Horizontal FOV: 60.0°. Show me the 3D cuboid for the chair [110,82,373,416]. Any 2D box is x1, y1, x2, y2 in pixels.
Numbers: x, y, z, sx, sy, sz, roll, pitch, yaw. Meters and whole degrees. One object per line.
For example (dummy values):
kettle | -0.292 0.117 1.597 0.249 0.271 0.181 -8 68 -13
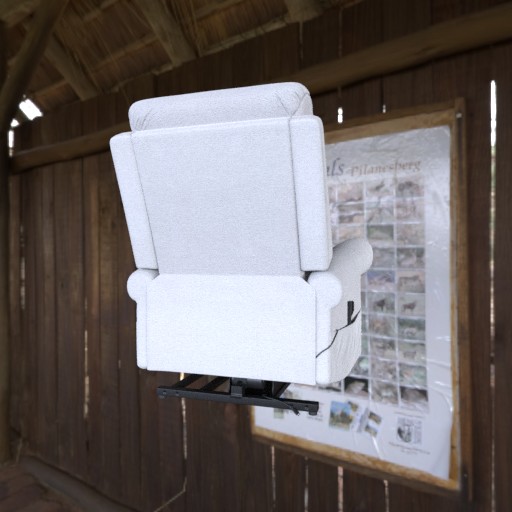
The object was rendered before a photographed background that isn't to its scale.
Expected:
chair | 0.000 0.000 1.772 0.871 1.031 0.979 0 0 18
